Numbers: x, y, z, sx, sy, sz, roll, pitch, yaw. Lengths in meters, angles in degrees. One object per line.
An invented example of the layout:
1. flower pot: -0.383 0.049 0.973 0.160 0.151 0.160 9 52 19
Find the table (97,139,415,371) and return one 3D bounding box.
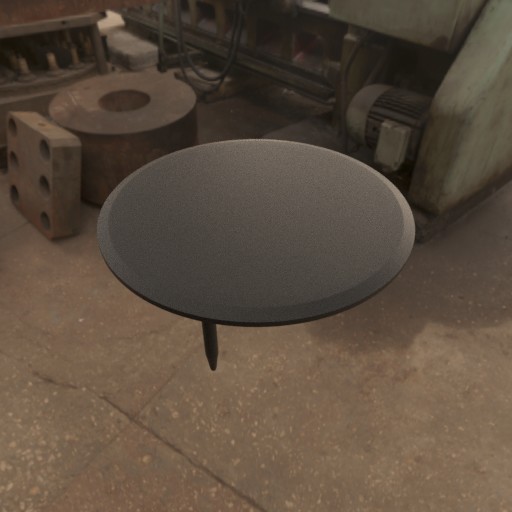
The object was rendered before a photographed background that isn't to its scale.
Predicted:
1. table: 0.000 0.000 1.421 0.900 0.400 0.900 0 40 0
